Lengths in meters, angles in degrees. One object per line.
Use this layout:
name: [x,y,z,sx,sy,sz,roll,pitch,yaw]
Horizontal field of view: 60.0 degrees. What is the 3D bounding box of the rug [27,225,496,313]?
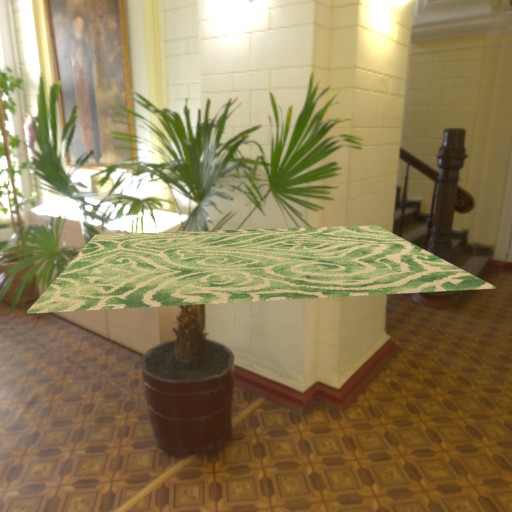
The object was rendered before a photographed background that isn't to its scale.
rug: [0.000,0.000,2.281,1.826,0.006,1.220,-2,16,-8]
